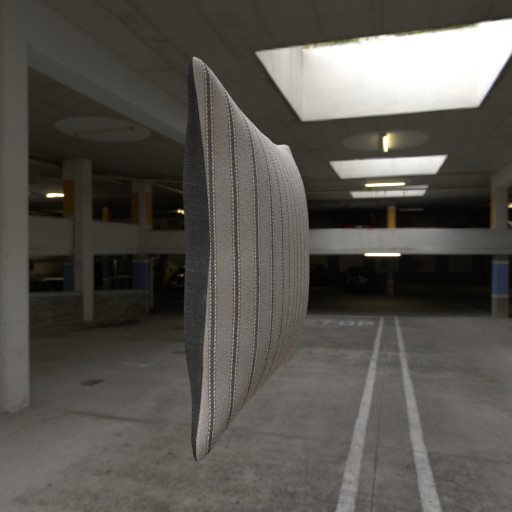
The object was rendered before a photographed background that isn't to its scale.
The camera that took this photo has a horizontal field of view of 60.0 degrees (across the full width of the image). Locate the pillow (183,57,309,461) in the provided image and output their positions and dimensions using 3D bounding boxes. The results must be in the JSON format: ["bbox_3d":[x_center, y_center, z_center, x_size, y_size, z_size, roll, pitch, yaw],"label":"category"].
[{"bbox_3d":[0.000,0.000,0.694,0.138,0.444,0.468,0,1,16],"label":"pillow"}]
